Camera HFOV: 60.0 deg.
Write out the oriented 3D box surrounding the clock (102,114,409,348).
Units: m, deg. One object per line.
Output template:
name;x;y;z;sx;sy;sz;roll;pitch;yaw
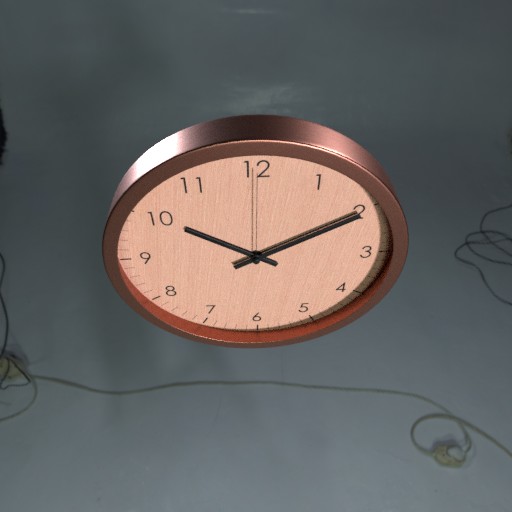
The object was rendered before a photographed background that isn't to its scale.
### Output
clock;0.000;0.000;0.479;0.313;0.313;0.040;-1;47;-1
